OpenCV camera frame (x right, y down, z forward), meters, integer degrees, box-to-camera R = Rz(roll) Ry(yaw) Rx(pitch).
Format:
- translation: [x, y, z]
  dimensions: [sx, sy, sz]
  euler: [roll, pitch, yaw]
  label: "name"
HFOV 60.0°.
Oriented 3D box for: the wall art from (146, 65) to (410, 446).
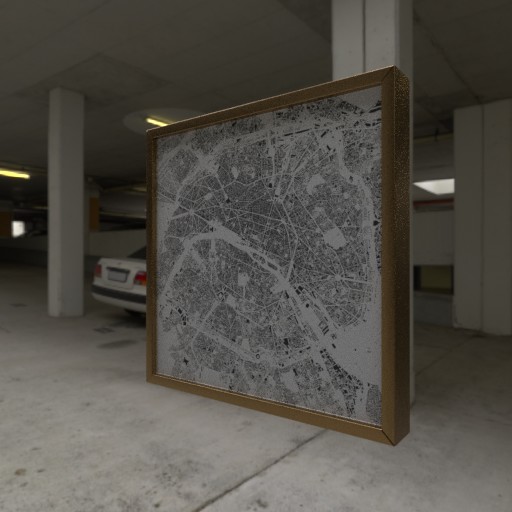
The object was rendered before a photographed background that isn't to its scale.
- translation: [0.000, 0.000, 0.459]
  dimensions: [0.305, 0.305, 0.037]
  euler: [0, 0, 37]
  label: "wall art"
